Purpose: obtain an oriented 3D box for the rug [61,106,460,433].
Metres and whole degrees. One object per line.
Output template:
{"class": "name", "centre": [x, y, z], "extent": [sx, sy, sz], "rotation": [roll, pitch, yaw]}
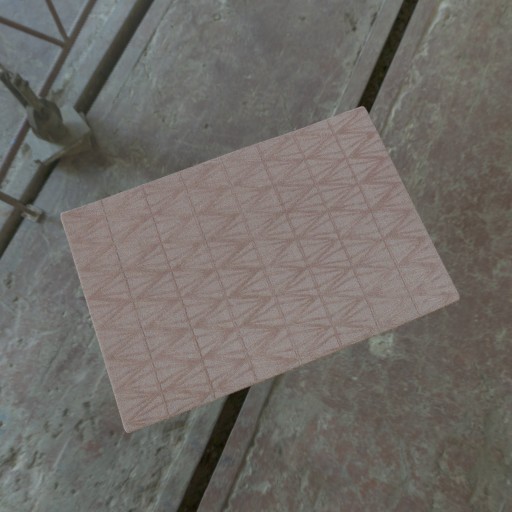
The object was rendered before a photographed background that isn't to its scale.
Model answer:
{"class": "rug", "centre": [0.000, 0.000, 2.375], "extent": [1.837, 0.025, 1.230], "rotation": [-21, 78, -5]}
